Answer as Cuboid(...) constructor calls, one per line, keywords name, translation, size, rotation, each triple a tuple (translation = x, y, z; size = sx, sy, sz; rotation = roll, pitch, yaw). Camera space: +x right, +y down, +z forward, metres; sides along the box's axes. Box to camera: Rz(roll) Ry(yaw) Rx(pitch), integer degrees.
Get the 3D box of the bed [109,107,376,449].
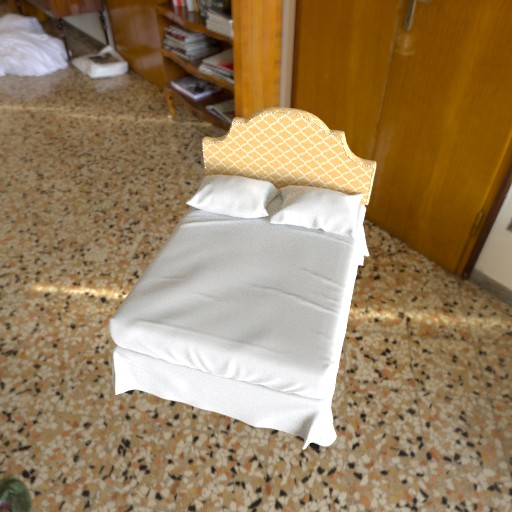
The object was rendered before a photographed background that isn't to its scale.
Cuboid(name="bed", translation=(0.000, 0.000, 3.525), size=(1.780, 1.633, 2.222), rotation=(11, 43, 12))
